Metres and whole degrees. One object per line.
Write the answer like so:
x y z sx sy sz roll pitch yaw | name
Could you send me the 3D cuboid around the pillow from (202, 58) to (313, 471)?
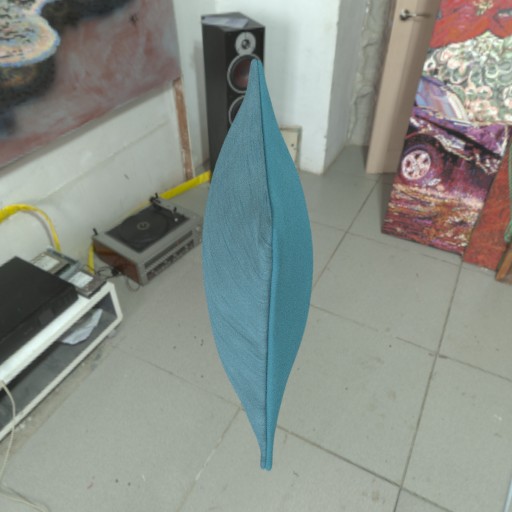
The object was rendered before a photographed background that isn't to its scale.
0.000 0.000 0.634 0.151 0.415 0.433 -1 41 -1 | pillow
